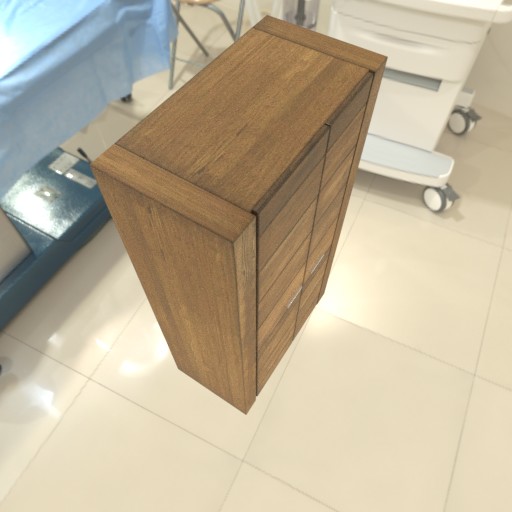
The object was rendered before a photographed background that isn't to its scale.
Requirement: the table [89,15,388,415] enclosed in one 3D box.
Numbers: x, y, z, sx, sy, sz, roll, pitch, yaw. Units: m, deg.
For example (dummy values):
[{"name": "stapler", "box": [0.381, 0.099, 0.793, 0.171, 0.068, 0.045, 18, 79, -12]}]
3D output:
[{"name": "table", "box": [0.000, 0.000, 2.460, 0.600, 2.000, 1.100, 29, 61, 17]}]
